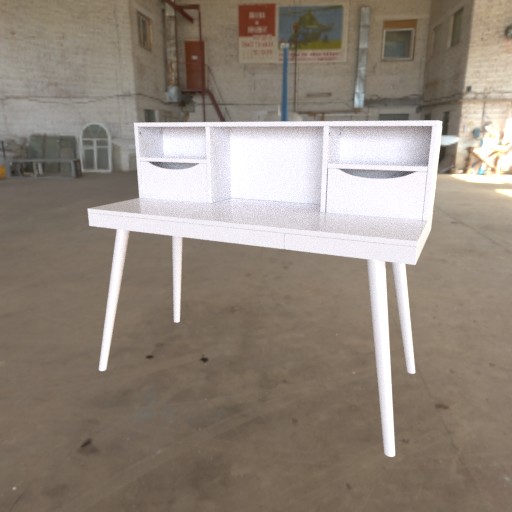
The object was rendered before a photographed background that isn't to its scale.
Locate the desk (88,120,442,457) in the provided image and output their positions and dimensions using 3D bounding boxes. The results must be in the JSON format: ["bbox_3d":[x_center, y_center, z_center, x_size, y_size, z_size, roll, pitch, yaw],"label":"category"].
[{"bbox_3d":[0.000,0.000,1.704,1.199,0.990,0.559,7,18,24],"label":"desk"}]
